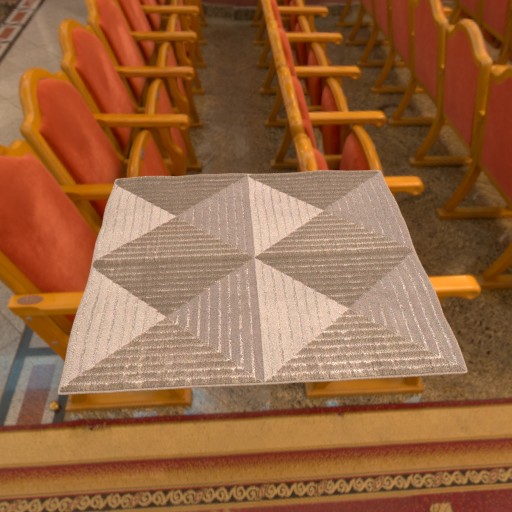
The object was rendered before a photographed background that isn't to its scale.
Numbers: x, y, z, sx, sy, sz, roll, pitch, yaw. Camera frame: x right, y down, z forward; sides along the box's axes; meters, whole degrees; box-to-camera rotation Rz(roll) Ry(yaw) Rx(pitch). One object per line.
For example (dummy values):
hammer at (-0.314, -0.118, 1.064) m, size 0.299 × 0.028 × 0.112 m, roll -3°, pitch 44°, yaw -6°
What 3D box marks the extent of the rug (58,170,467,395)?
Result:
rug at (0.000, 0.000, 0.871) m, size 0.642 × 0.008 × 0.551 m, roll -2°, pitch 46°, yaw -2°
